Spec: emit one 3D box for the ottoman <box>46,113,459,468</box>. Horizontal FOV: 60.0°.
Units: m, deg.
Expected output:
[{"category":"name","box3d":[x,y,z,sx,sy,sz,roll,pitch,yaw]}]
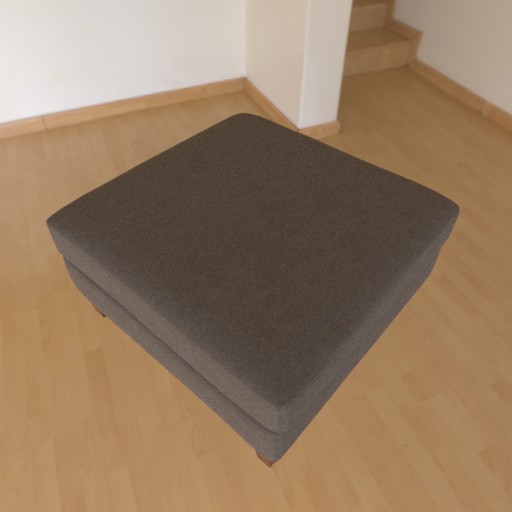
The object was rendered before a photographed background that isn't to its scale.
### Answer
[{"category":"ottoman","box3d":[0.000,0.000,1.399,0.881,0.482,0.861,32,54,27]}]
